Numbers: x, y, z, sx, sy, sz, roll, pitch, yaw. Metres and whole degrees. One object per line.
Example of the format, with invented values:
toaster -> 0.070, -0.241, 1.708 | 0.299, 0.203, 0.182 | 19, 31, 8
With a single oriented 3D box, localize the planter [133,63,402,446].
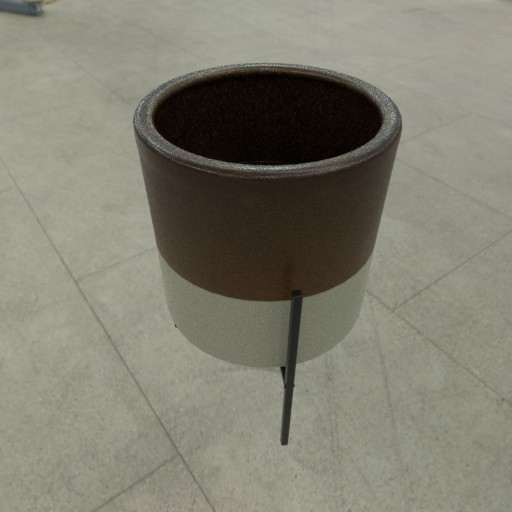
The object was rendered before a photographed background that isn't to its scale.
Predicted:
planter -> 0.000, 0.000, 0.537 | 0.269, 0.375, 0.255 | 12, 43, 14
